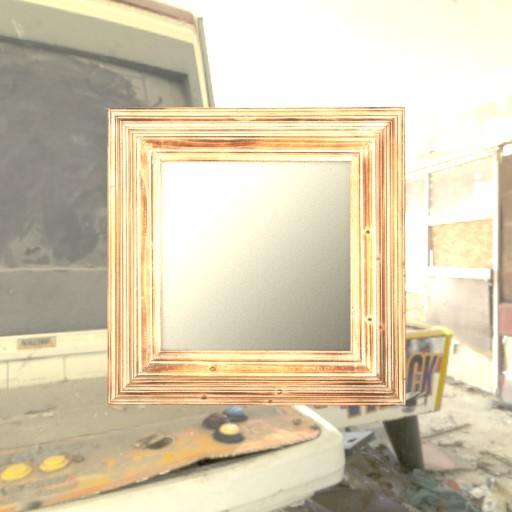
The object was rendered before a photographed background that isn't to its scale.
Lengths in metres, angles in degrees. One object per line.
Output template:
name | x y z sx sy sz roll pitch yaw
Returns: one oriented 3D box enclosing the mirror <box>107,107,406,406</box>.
mirror | 0.000 0.000 1.186 0.804 0.804 0.061 0 0 1
